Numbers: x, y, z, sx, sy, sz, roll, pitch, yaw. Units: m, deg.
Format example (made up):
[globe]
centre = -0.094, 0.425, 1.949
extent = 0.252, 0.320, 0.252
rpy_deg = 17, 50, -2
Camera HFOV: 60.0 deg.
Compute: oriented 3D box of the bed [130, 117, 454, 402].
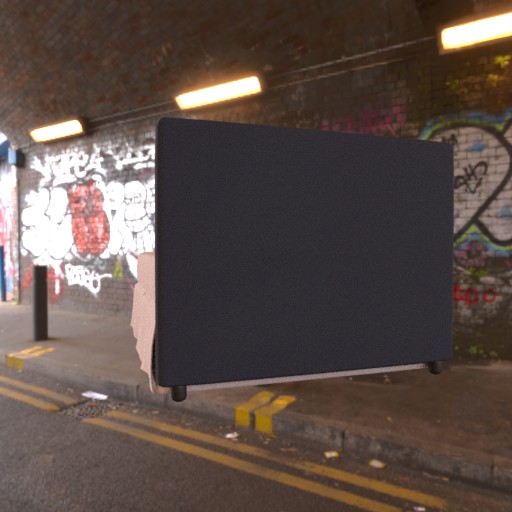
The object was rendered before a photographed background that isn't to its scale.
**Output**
[bed]
centre = 0.000, 0.000, 3.262
extent = 1.713, 1.330, 2.162
rpy_deg = 0, 1, -18
